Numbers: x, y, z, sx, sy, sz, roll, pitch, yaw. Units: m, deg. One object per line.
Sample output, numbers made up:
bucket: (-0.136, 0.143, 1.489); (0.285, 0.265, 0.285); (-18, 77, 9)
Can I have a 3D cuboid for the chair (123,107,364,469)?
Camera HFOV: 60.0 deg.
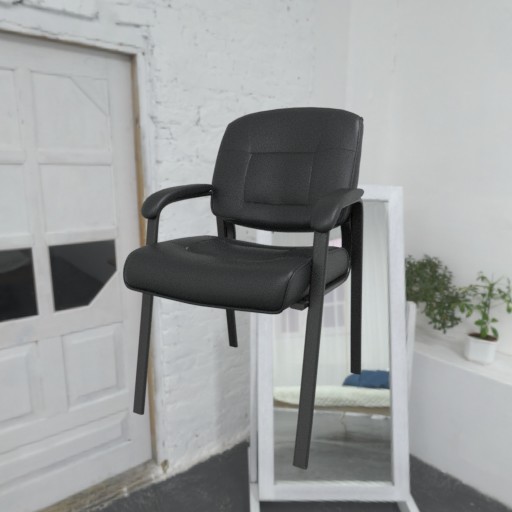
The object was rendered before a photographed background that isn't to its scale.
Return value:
chair: (0.000, 0.000, 1.340); (0.591, 0.910, 0.668); (6, 14, 27)
